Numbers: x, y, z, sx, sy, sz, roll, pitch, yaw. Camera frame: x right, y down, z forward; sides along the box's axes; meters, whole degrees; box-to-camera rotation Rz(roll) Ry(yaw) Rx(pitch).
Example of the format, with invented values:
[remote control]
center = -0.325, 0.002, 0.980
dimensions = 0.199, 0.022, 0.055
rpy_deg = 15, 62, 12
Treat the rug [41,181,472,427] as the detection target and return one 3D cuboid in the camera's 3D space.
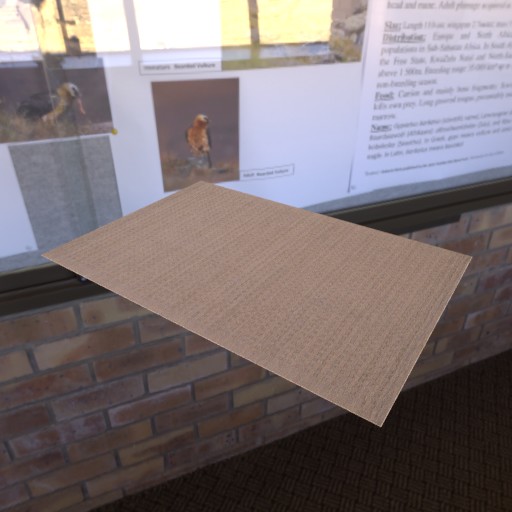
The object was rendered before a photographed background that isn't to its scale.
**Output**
[rug]
center = 0.000, 0.000, 3.608
dimensions = 2.895, 0.006, 1.981
rpy_deg = 20, 36, 29
